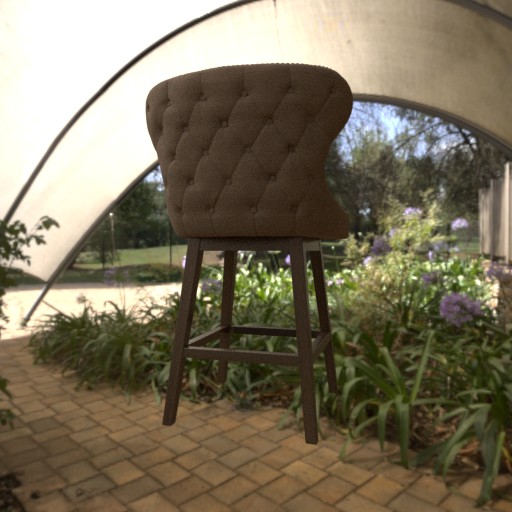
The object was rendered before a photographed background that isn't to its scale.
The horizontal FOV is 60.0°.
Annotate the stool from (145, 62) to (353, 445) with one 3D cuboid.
[{"bbox_3d":[0.000,0.000,1.391,0.615,0.972,0.597,0,1,17],"label":"stool"}]
